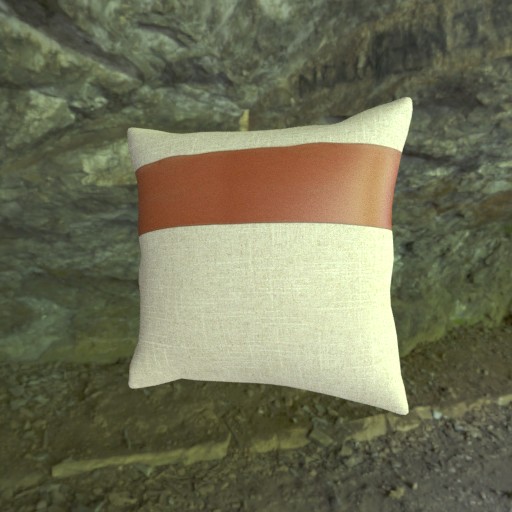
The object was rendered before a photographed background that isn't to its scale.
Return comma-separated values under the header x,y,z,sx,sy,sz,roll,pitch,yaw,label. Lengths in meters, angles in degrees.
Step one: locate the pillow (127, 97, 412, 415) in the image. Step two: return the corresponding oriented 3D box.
x,y,z,sx,sy,sz,roll,pitch,yaw,label
0.000,0.000,0.618,0.414,0.399,0.173,0,-1,18,pillow
